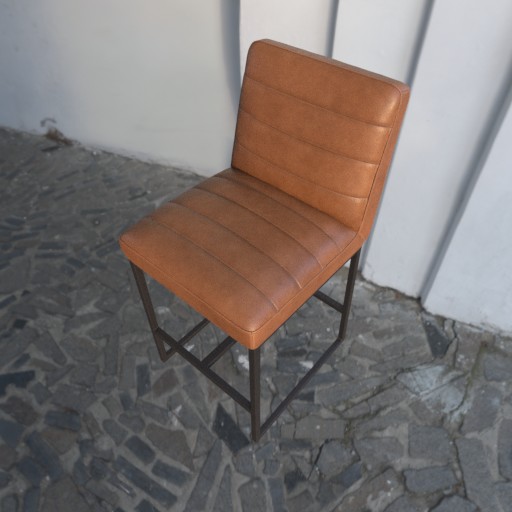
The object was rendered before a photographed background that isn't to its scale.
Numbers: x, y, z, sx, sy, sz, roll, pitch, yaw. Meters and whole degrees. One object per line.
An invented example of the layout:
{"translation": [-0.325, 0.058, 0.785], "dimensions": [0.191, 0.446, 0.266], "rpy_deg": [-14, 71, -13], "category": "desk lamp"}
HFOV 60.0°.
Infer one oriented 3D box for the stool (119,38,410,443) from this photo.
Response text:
{"translation": [0.000, 0.000, 1.233], "dimensions": [0.458, 0.940, 0.556], "rpy_deg": [32, 54, 27], "category": "stool"}
